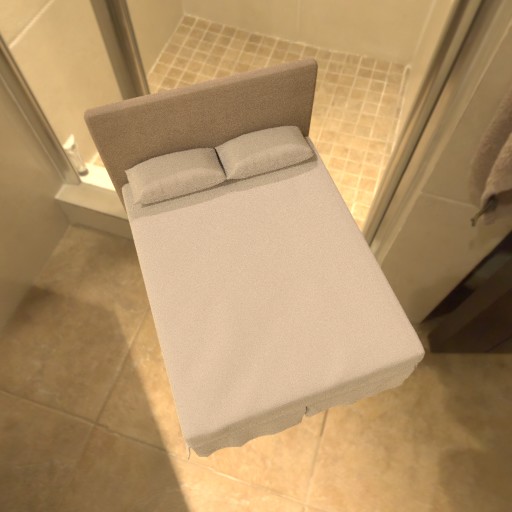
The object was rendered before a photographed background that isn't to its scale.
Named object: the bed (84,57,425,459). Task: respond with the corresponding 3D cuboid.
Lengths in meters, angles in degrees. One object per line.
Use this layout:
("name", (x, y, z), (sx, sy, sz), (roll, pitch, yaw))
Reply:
("bed", (0.000, 0.000, 3.113), (1.713, 1.330, 2.162), (-17, 63, -9))
